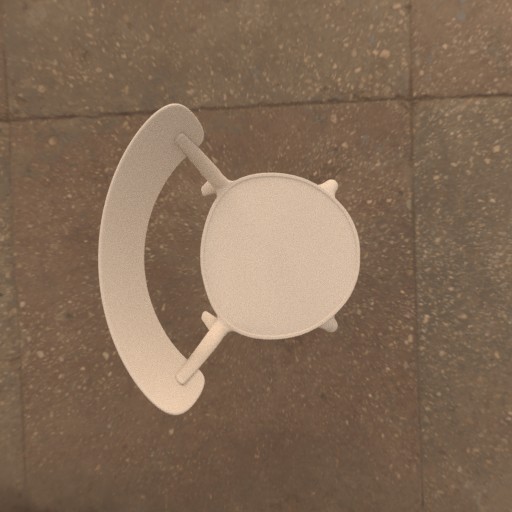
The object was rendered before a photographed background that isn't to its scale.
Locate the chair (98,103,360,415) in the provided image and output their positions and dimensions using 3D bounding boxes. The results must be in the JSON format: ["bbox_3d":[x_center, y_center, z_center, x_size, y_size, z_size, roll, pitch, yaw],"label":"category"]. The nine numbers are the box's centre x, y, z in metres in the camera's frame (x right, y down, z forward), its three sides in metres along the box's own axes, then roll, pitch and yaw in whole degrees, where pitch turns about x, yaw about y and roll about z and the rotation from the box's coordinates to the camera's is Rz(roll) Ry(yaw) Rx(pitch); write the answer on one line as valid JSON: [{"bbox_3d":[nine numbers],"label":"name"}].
[{"bbox_3d":[0.000,0.000,1.096,0.491,0.790,0.506,0,91,1],"label":"chair"}]
